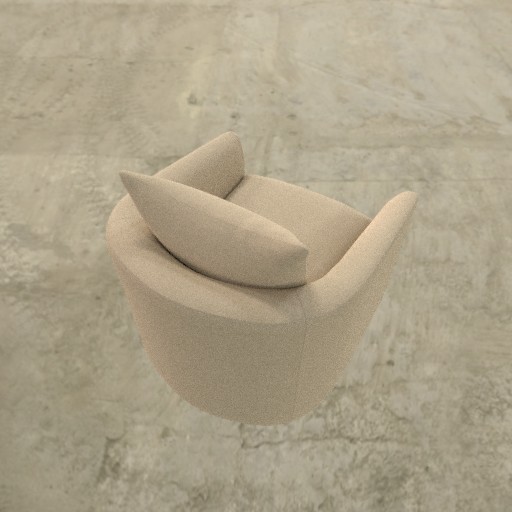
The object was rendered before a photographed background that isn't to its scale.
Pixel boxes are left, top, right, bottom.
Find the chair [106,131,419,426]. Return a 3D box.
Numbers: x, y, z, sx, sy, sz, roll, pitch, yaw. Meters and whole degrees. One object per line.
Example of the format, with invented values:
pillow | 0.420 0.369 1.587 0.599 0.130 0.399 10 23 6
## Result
chair | 0.000 0.000 1.573 0.845 0.848 0.910 24 51 21
